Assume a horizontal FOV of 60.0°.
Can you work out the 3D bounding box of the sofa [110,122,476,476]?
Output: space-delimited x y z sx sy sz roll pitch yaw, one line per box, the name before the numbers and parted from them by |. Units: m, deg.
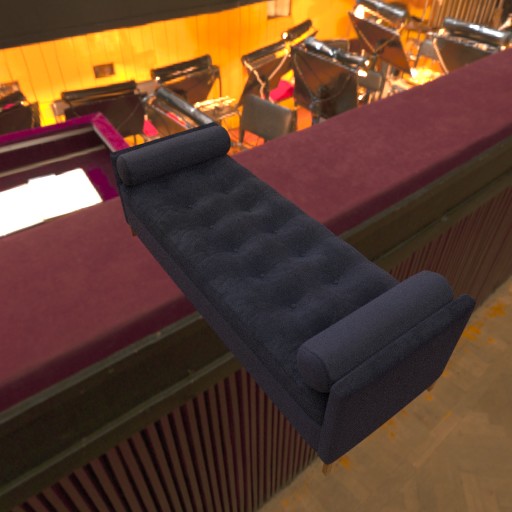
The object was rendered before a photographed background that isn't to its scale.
sofa | 0.000 0.000 2.484 0.796 0.705 2.102 -26 48 -26
